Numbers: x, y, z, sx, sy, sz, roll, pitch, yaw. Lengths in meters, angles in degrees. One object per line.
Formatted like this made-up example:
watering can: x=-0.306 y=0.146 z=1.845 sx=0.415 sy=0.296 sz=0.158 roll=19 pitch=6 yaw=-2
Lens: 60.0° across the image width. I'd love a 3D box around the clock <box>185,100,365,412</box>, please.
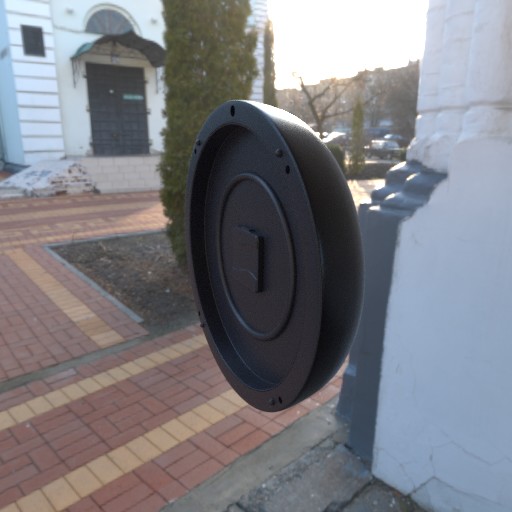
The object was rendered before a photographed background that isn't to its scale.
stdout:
clock: x=0.000 y=0.000 z=0.454 sx=0.060 sy=0.300 sz=0.300 roll=-8 pitch=17 yaw=-26
